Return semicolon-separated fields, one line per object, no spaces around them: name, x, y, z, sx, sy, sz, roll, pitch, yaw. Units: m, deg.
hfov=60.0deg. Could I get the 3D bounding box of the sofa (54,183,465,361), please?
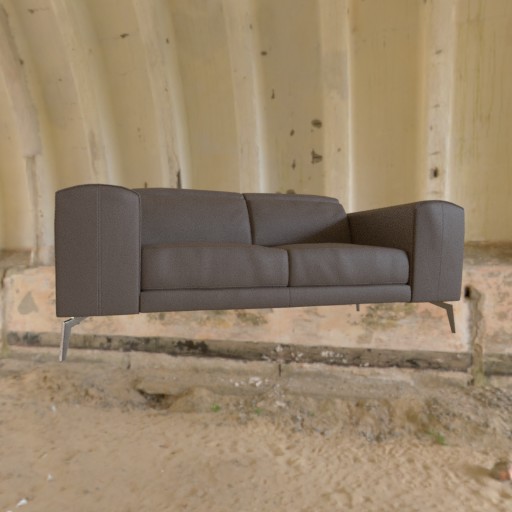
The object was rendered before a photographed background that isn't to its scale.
sofa;0.000;0.000;2.360;1.895;0.779;1.003;0;0;-19
